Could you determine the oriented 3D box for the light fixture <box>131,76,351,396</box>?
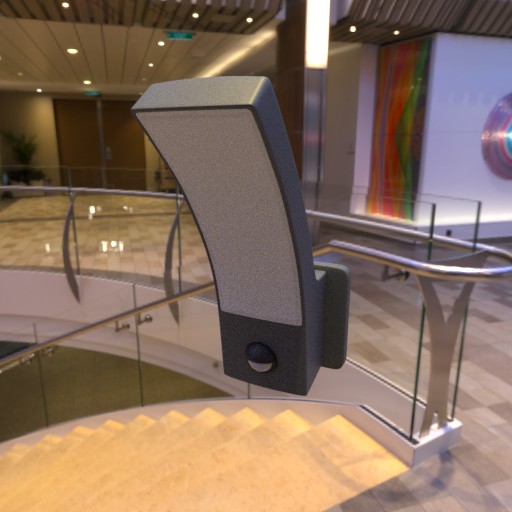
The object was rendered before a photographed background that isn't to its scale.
[{"bbox_3d":[0.000,0.000,0.342,0.108,0.243,0.174,7,16,26],"label":"light fixture"}]
